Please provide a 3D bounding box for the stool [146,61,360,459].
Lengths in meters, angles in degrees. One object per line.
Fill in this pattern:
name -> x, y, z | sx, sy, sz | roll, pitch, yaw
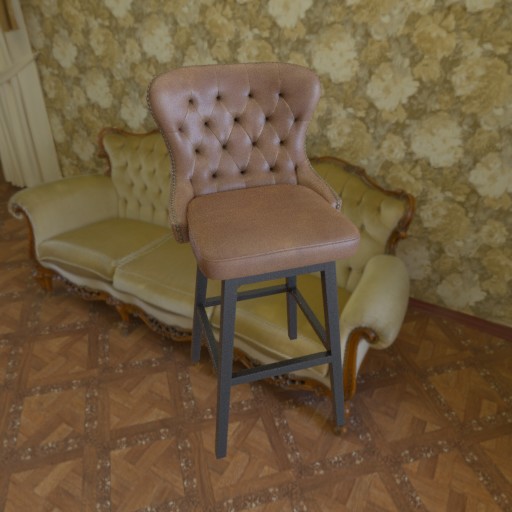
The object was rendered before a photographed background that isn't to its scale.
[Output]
stool -> 0.000, 0.000, 1.396 | 0.528, 1.050, 0.601 | -9, 33, -15
